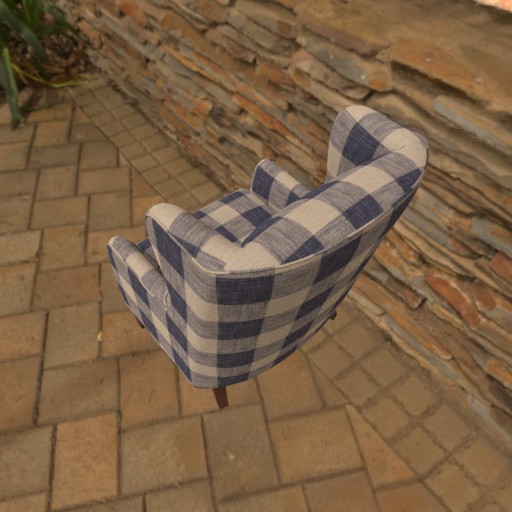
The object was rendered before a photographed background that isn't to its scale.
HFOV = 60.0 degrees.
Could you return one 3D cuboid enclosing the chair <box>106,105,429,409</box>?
[{"bbox_3d":[0.000,0.000,1.677,0.830,1.041,0.889,-33,55,-27],"label":"chair"}]
